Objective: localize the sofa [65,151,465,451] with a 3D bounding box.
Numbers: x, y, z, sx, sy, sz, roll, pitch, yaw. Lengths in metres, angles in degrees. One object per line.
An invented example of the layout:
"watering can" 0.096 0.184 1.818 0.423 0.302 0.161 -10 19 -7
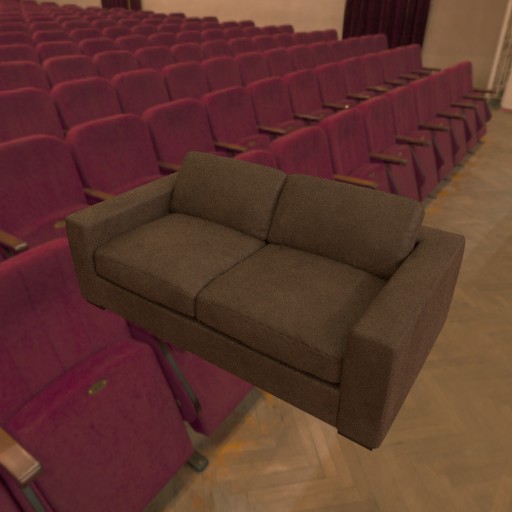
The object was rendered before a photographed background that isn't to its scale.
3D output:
"sofa" 0.000 0.000 2.447 1.920 0.800 1.070 19 35 30
